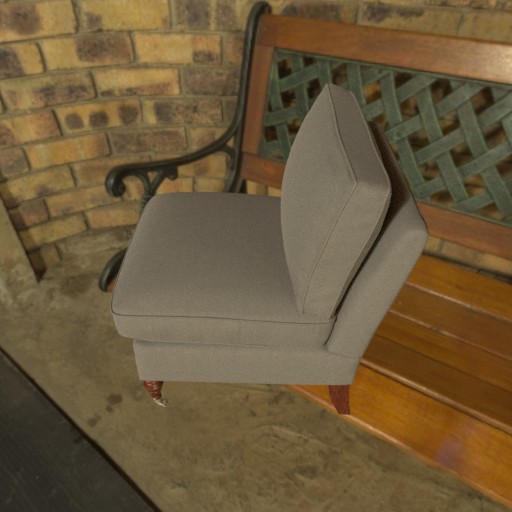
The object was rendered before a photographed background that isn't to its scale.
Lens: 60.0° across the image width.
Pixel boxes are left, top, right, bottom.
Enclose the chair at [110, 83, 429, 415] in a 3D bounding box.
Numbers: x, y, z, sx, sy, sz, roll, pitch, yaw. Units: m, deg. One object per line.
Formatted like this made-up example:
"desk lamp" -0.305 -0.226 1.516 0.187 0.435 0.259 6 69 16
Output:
"chair" 0.000 0.000 1.647 0.924 1.045 0.724 1 40 1
